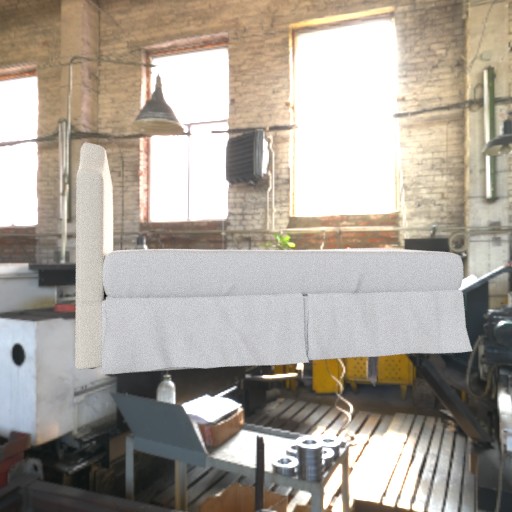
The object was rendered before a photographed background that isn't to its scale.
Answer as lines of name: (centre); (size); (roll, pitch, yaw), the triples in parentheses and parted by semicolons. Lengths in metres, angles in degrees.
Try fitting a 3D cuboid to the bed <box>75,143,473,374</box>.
bed: (0.000, 0.000, 3.534); (2.498, 1.293, 1.977); (0, -1, -16)
